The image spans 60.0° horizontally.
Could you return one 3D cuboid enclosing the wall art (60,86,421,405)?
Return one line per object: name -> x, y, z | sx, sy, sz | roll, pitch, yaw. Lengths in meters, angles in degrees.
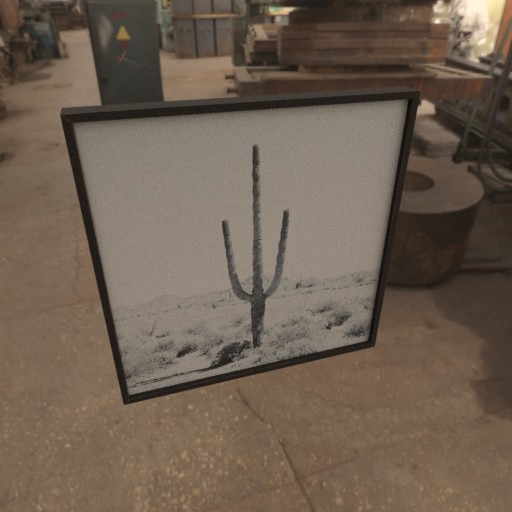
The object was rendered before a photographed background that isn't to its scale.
wall art -> 0.000, 0.000, 0.745 | 0.508, 0.508, 0.038 | -9, 32, -15
